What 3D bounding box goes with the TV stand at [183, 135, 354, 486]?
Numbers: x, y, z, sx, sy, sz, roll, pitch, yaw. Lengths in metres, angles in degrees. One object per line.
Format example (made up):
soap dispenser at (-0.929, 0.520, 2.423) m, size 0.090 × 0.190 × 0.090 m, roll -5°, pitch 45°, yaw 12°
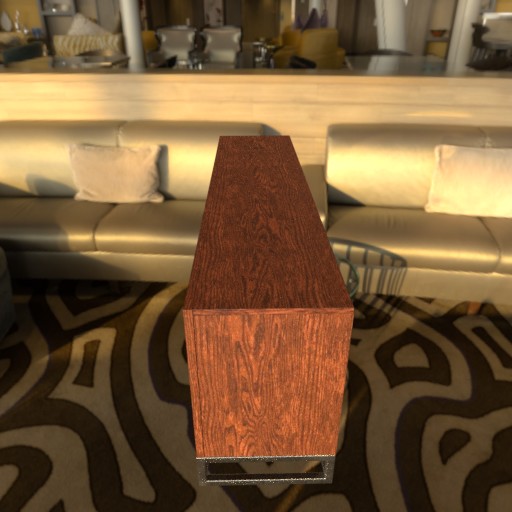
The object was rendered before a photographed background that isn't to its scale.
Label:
TV stand at (0.000, 0.000, 1.741) m, size 0.382 × 0.578 × 1.541 m, roll -1°, pitch 28°, yaw -1°
